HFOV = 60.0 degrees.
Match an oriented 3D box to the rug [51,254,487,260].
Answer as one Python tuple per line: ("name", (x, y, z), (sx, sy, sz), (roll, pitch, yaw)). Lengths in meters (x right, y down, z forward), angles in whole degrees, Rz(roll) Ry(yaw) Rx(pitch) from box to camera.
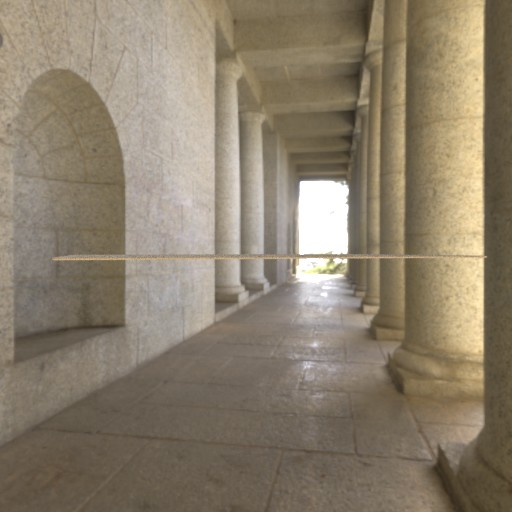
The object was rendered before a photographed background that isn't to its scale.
("rug", (0.000, 0.000, 2.885), (2.286, 0.011, 1.524), (0, 1, -19))
